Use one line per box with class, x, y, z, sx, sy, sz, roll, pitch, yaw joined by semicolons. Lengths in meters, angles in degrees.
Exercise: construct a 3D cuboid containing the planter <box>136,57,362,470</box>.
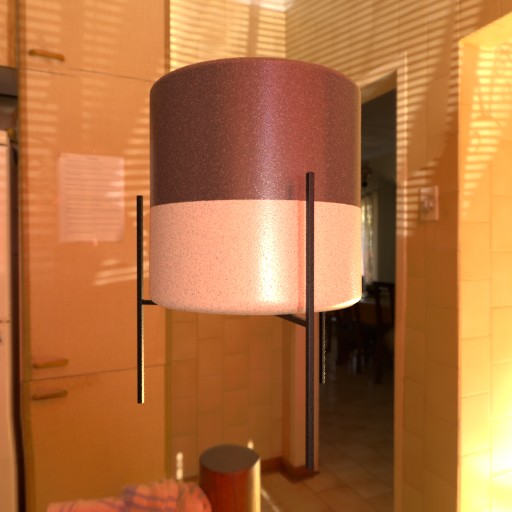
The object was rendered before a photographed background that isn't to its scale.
planter;0.000;0.000;0.517;0.250;0.353;0.260;1;1;34
